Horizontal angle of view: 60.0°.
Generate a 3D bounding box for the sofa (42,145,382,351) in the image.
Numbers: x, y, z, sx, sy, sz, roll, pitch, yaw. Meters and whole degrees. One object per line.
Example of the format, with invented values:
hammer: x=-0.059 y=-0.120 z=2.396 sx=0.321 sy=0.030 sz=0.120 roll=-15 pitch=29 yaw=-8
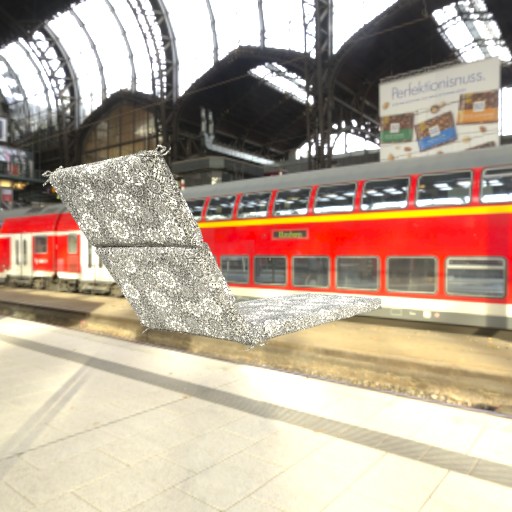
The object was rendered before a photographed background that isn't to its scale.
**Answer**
sofa: x=0.000 y=0.000 z=1.958 sx=0.582 sy=0.622 sz=1.663 roll=0 pitch=1 yaw=37
